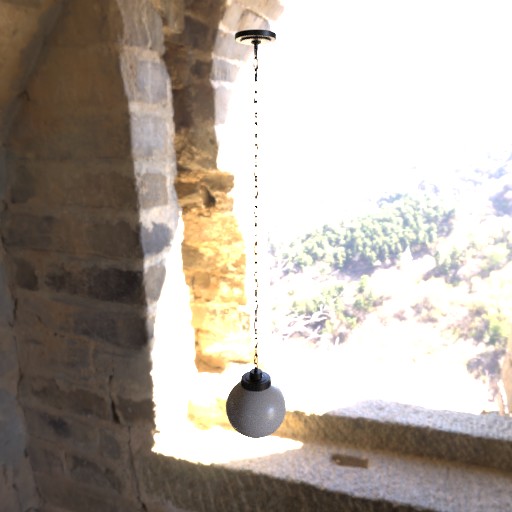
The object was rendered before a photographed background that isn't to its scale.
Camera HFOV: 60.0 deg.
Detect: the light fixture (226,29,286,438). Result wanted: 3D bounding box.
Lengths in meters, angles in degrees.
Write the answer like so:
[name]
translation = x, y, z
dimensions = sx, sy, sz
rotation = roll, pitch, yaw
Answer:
[light fixture]
translation = 0.000, 0.000, 2.042
dimensions = 0.304, 1.867, 0.305
rotation = -7, 16, -25
